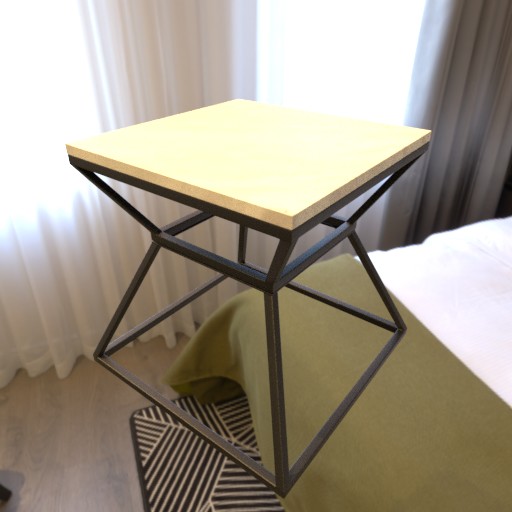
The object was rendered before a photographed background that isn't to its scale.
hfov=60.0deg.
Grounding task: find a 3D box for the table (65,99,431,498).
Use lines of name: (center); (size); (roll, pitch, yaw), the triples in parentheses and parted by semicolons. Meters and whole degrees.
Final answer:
table: (0.000, 0.000, 0.797); (0.455, 0.431, 0.455); (22, 37, 32)
